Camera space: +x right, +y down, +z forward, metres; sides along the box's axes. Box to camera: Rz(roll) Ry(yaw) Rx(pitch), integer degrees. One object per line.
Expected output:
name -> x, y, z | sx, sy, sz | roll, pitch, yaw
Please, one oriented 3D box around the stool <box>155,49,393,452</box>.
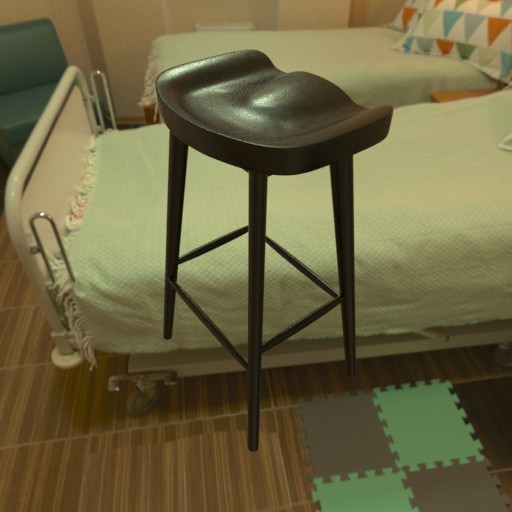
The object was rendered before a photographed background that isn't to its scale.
stool -> 0.000, 0.000, 1.004 | 0.361, 0.749, 0.440 | -27, 49, -27
